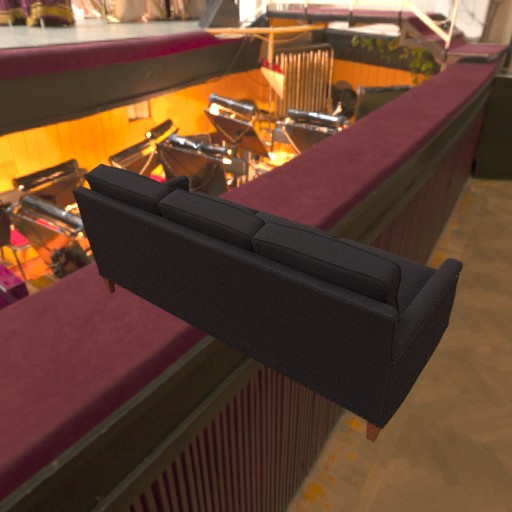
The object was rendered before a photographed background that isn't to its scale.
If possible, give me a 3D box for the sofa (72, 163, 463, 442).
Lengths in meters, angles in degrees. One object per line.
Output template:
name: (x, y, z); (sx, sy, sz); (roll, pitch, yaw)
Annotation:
sofa: (0.000, 0.000, 2.812); (2.246, 1.003, 1.084); (21, 37, 31)
